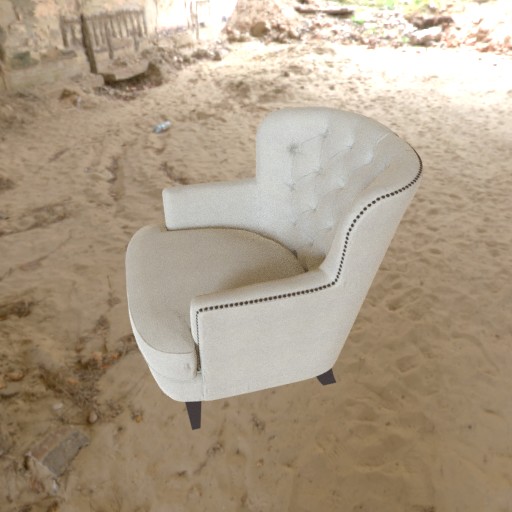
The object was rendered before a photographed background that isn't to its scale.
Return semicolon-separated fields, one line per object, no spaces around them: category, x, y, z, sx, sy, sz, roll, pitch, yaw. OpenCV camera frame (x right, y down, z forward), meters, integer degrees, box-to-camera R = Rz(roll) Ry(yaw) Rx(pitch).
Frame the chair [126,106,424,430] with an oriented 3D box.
chair;0.000;0.000;1.569;0.906;0.868;0.848;-9;33;-13
